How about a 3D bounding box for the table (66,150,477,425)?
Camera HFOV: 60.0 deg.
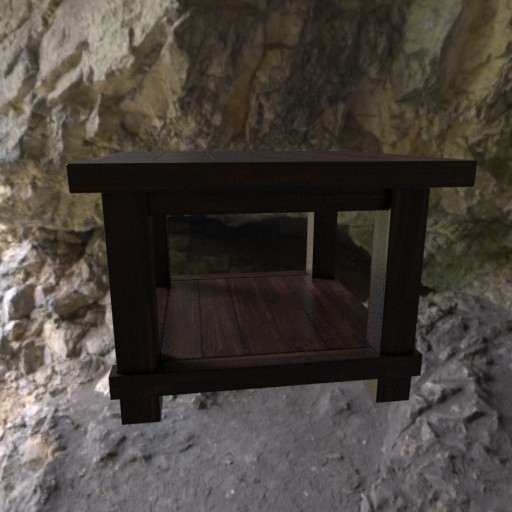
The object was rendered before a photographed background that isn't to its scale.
[{"bbox_3d":[0.000,0.000,0.981,0.606,0.437,0.593,-2,15,-8],"label":"table"}]
